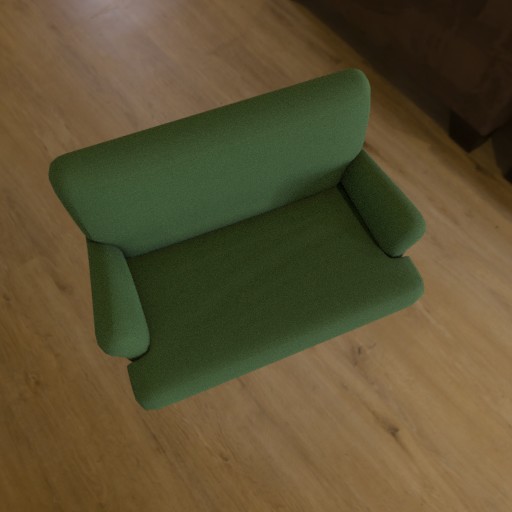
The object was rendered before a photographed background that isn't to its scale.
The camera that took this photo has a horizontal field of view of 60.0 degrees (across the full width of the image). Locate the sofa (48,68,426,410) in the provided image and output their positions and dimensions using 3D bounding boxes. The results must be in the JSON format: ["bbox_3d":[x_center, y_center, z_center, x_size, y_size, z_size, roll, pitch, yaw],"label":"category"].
[{"bbox_3d":[0.000,0.000,1.777,1.297,0.889,0.779,-20,66,-10],"label":"sofa"}]
